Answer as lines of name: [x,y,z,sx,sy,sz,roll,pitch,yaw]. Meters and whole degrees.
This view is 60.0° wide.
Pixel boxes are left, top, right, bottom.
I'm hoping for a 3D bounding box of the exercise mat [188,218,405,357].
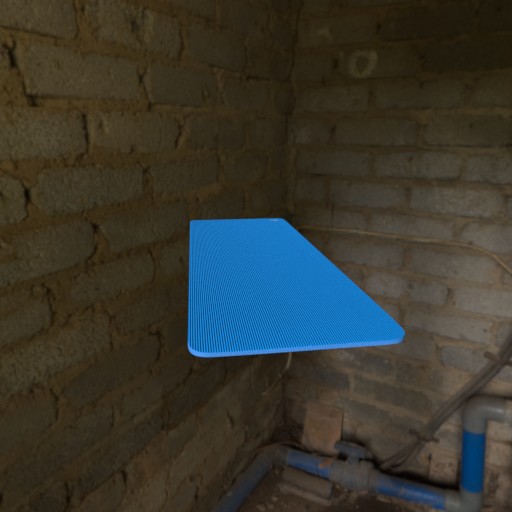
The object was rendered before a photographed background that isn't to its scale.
exercise mat: [0.000,0.000,2.071,0.616,0.021,1.869,-2,15,-8]
